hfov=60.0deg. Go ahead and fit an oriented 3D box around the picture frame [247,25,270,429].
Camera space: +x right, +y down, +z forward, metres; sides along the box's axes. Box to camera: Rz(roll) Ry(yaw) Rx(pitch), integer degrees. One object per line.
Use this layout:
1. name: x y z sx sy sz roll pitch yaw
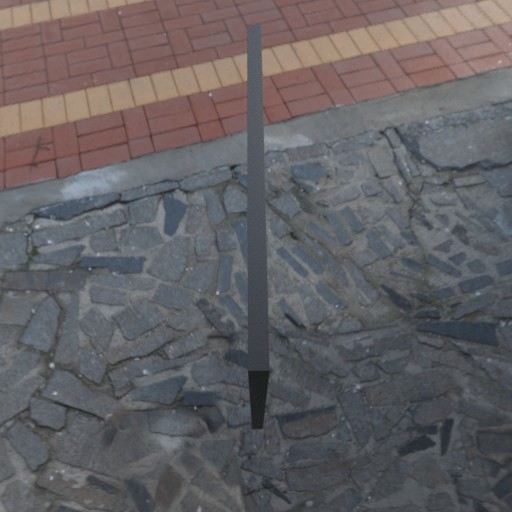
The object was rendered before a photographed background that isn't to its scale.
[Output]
1. picture frame: 0.000 0.000 1.167 0.032 0.775 0.775 -1 63 0
